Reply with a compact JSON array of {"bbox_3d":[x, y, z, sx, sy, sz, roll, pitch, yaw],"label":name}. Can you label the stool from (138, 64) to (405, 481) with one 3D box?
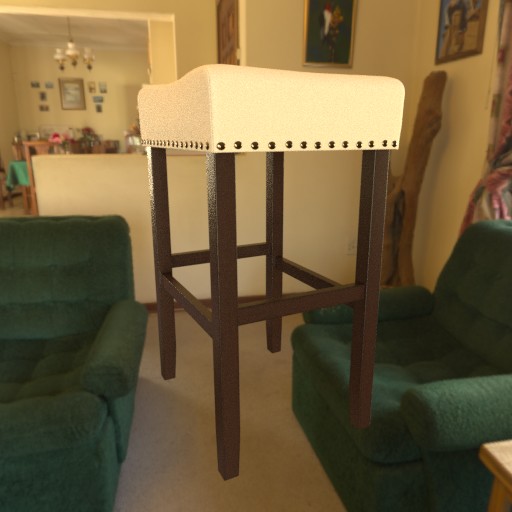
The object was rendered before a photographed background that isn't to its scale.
[{"bbox_3d":[0.000,0.000,1.036,0.401,0.762,0.471,-8,17,-26],"label":"stool"}]
